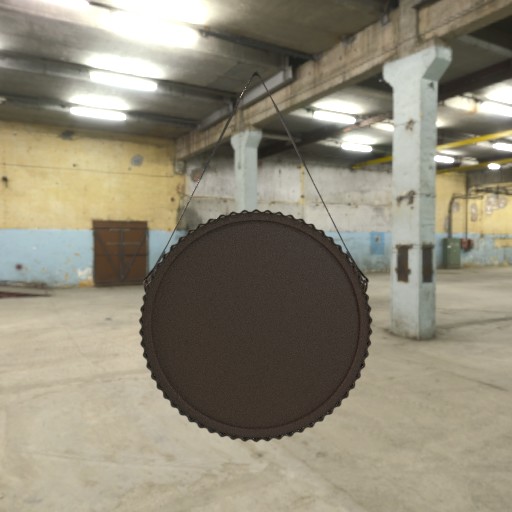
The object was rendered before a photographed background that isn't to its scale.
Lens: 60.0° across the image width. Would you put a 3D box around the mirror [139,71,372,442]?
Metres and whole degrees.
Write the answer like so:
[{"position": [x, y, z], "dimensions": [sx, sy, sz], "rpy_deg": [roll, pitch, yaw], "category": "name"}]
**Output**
[{"position": [0.000, 0.000, 0.691], "dimensions": [0.355, 0.568, 0.042], "rpy_deg": [0, 1, -1], "category": "mirror"}]
